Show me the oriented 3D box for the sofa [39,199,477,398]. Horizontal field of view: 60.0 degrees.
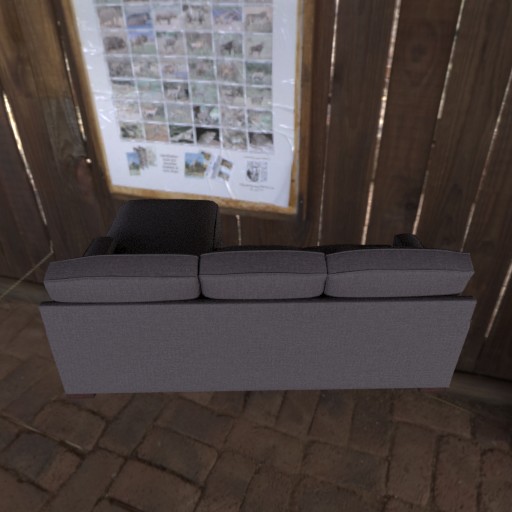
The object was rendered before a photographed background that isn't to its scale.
[{"bbox_3d":[0.000,0.000,3.248,2.370,0.973,1.790,-1,32,-1],"label":"sofa"}]
